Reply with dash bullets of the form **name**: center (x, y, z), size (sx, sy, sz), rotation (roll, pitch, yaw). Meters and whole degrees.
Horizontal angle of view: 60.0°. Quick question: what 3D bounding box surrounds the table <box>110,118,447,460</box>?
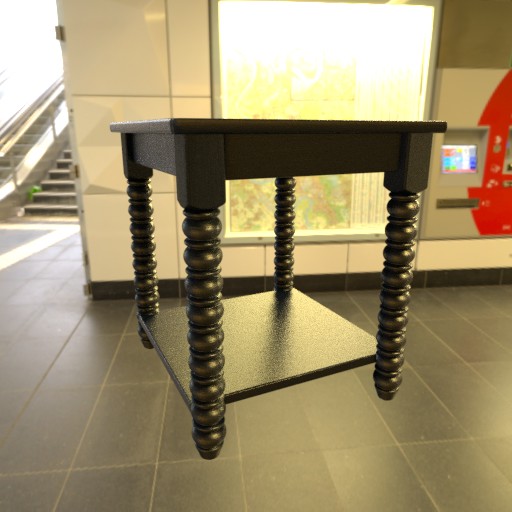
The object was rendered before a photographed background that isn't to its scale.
- **table**: center (0.000, 0.000, 0.981), size (0.500, 0.567, 0.533), rotation (-8, 18, -25)
